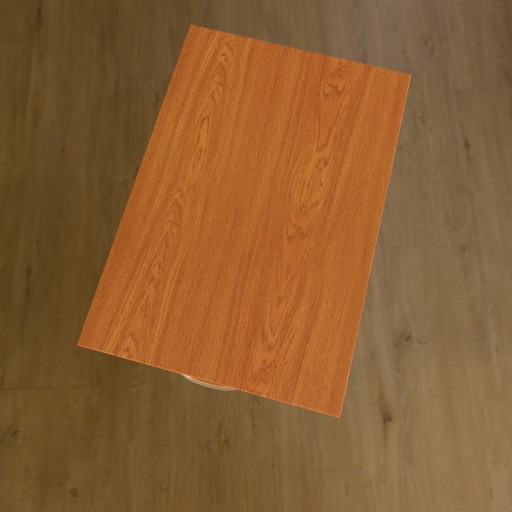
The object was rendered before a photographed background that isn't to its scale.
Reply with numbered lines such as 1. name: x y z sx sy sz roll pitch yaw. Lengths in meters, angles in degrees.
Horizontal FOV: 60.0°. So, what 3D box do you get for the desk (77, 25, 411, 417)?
1. desk: 0.000 0.000 1.074 0.404 0.730 0.600 14 77 4
